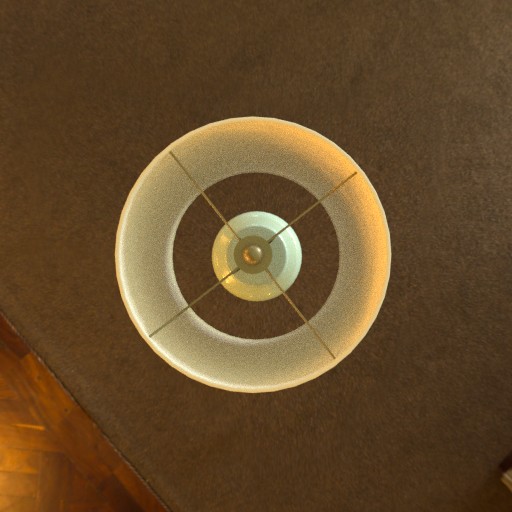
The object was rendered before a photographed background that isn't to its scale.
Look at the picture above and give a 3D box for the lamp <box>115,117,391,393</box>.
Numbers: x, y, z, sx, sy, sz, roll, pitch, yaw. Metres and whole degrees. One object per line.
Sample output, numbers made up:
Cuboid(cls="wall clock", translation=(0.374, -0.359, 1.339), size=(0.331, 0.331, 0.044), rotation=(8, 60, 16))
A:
Cuboid(cls="lamp", translation=(0.000, 0.000, 1.104), size=(0.418, 0.871, 0.418), rotation=(0, 90, 1))
